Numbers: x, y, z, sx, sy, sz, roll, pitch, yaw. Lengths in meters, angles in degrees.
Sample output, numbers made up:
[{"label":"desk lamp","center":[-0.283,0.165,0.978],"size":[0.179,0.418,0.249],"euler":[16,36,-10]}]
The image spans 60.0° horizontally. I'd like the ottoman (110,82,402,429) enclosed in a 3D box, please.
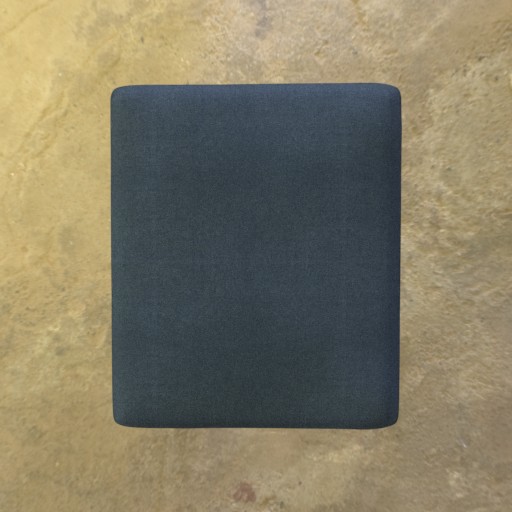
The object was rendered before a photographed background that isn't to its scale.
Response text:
[{"label":"ottoman","center":[0.000,0.000,1.217],"size":[0.693,0.474,0.821],"euler":[0,91,1]}]
